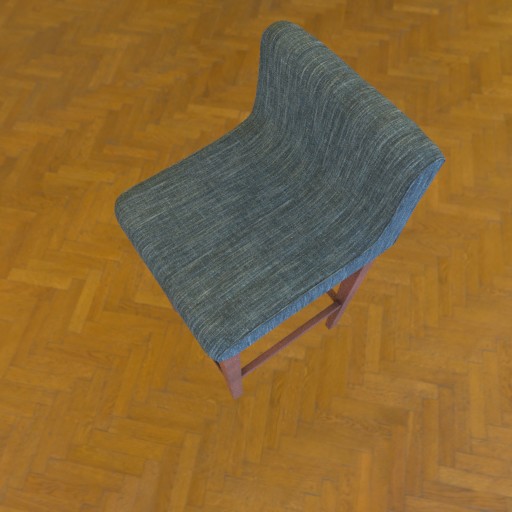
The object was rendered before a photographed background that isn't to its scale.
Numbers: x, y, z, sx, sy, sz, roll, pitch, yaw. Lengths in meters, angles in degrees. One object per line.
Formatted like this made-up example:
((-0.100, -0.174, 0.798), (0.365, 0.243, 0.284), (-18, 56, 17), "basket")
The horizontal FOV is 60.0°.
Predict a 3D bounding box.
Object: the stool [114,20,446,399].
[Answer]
((0.000, 0.000, 1.041), (0.459, 0.835, 0.395), (-33, 68, -15), "stool")
